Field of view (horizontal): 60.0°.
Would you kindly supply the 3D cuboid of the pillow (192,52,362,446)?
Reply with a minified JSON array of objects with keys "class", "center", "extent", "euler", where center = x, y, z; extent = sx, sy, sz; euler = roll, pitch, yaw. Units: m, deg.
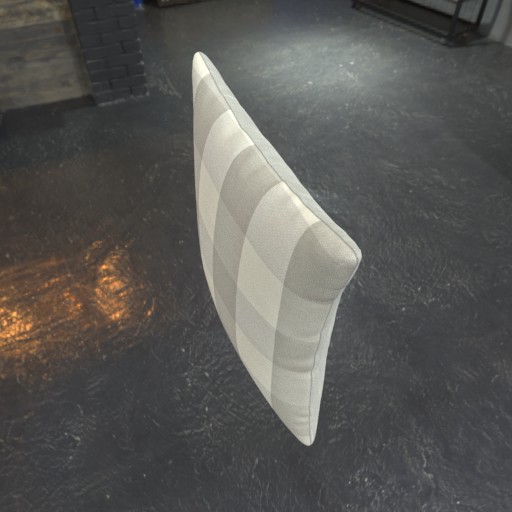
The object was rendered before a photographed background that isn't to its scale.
[{"class":"pillow","center":[0.000,0.000,0.773],"extent":[0.161,0.509,0.511],"euler":[-17,50,-15]}]
